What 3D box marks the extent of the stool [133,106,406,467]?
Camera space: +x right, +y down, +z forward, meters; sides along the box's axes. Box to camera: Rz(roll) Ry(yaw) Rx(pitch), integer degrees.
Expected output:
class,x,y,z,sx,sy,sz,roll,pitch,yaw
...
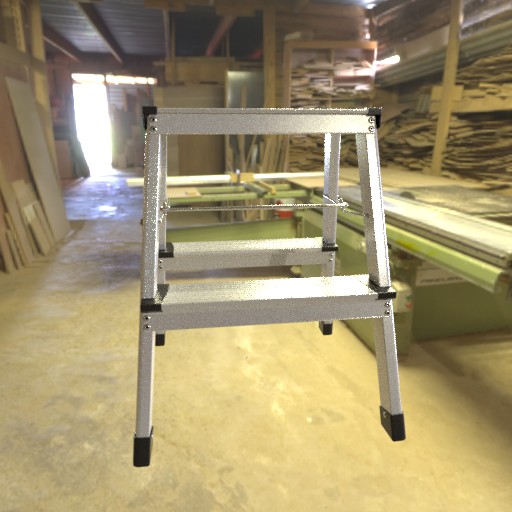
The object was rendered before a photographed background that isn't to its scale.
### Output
class,x,y,z,sx,sy,sz,roll,pitch,yaw
stool,0.000,0.000,0.766,0.404,0.480,0.405,-2,16,-8
